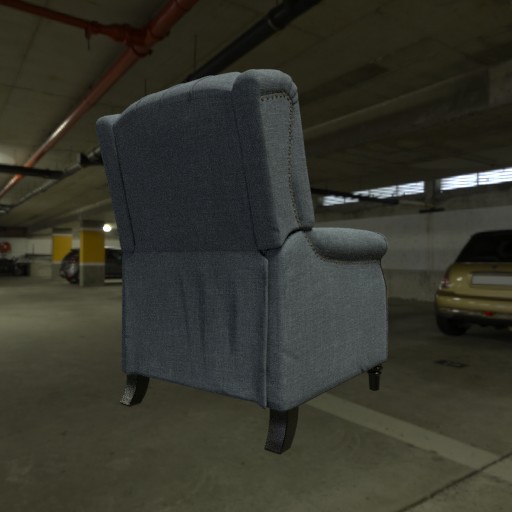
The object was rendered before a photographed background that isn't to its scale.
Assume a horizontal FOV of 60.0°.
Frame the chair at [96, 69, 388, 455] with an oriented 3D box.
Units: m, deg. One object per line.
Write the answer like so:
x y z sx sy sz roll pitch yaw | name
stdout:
0.000 0.000 1.608 0.742 1.035 0.898 0 0 37 | chair
